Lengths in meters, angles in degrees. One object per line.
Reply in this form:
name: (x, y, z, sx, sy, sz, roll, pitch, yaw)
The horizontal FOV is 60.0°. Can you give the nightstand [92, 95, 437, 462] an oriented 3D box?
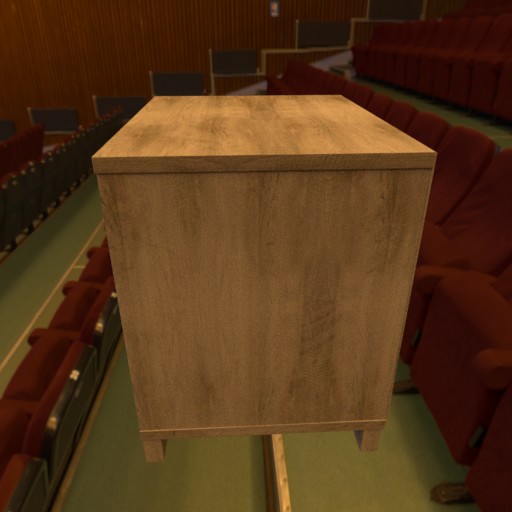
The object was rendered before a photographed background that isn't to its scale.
nightstand: (0.000, 0.000, 0.733, 0.347, 0.448, 0.427, -2, 27, -3)
